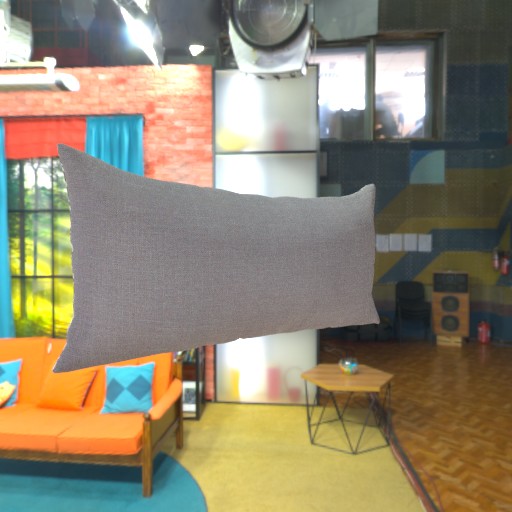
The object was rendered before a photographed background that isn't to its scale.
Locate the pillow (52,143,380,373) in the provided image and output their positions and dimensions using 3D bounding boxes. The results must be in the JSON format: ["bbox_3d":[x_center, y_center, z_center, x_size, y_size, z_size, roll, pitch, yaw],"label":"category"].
[{"bbox_3d":[0.000,0.000,0.737,0.631,0.290,0.148,-1,1,-36],"label":"pillow"}]
